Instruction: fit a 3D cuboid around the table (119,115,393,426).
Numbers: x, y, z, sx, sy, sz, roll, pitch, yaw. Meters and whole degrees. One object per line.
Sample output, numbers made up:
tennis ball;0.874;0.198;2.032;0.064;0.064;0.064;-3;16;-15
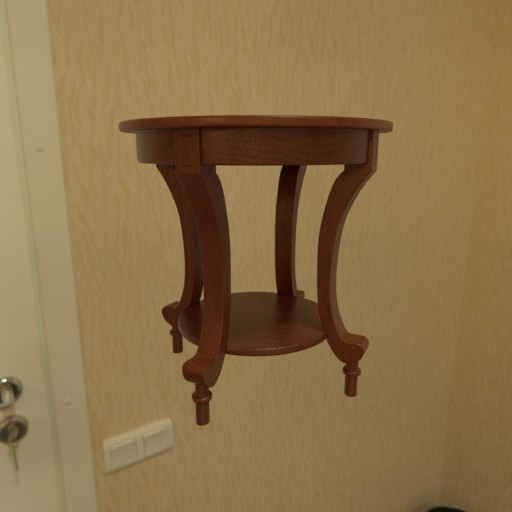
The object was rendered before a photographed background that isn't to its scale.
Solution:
table;0.000;0.000;1.077;0.597;0.612;0.597;0;14;0
